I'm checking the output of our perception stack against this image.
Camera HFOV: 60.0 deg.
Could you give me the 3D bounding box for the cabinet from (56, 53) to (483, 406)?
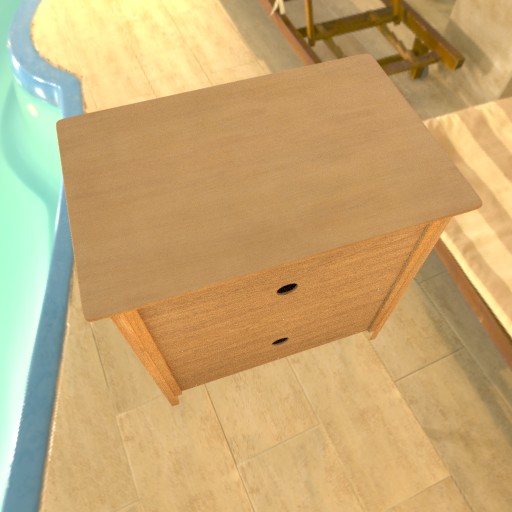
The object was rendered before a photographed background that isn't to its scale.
[{"bbox_3d":[0.000,0.000,1.236,0.763,0.762,0.503,-16,60,-9],"label":"cabinet"}]
